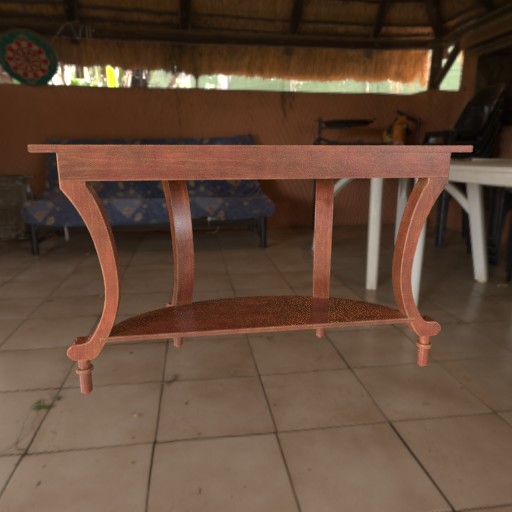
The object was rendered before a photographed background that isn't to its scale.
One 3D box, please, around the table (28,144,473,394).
[{"bbox_3d":[0.000,0.000,1.448,1.198,0.699,0.394,-2,14,-9],"label":"table"}]
